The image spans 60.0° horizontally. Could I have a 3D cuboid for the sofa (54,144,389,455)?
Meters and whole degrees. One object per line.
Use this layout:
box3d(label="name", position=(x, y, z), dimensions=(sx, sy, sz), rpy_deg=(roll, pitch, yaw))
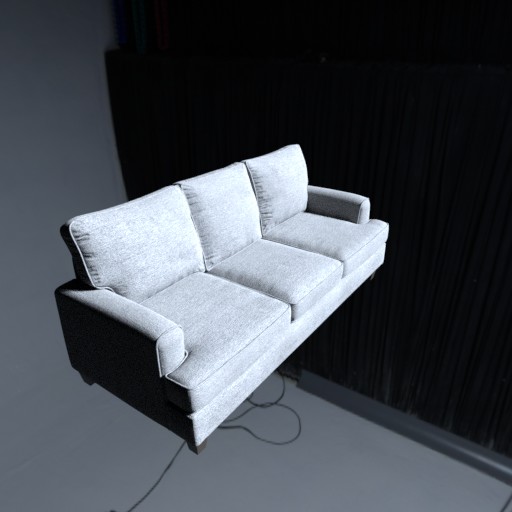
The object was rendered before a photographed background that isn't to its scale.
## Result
box3d(label="sofa", position=(0.000, 0.000, 2.741), dimensions=(0.951, 0.965, 2.158), rpy_deg=(18, 31, 32))
